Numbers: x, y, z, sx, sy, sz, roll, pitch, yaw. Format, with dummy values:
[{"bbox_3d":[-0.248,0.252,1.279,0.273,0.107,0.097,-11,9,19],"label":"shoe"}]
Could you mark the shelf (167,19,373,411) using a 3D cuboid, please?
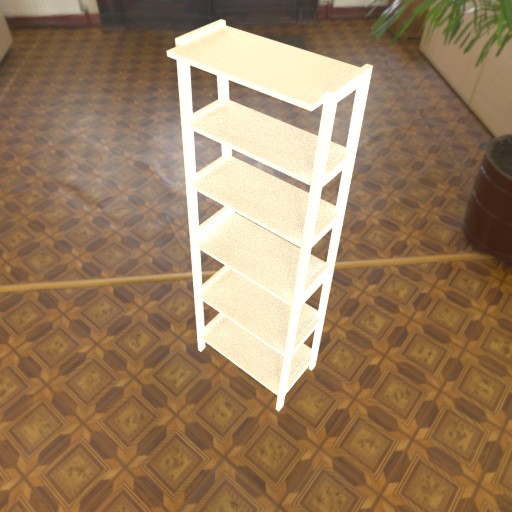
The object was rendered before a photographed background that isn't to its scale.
[{"bbox_3d":[0.000,0.000,2.141,0.660,1.892,0.381,31,54,26],"label":"shelf"}]
